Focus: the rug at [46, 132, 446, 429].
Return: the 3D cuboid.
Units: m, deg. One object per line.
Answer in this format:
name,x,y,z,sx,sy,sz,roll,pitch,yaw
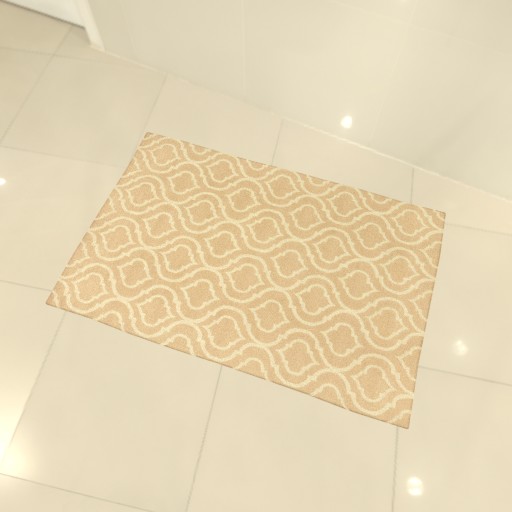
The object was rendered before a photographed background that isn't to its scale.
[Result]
rug,0.000,0.000,2.240,1.761,0.013,1.152,17,64,8
